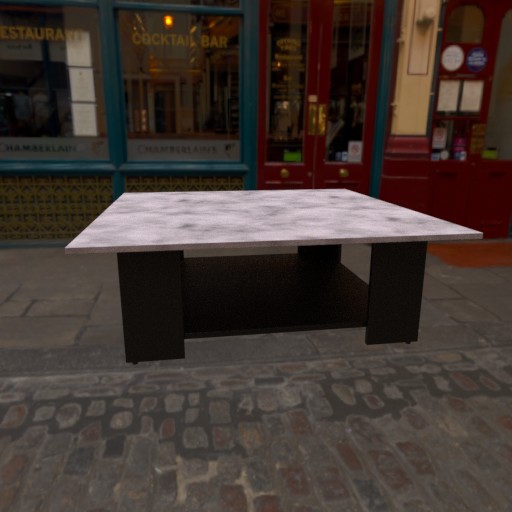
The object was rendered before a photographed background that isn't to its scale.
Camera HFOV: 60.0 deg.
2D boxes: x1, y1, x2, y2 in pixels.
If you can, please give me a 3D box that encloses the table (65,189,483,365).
[{"bbox_3d":[0.000,0.000,1.389,0.890,0.305,0.890,-2,15,-9],"label":"table"}]
